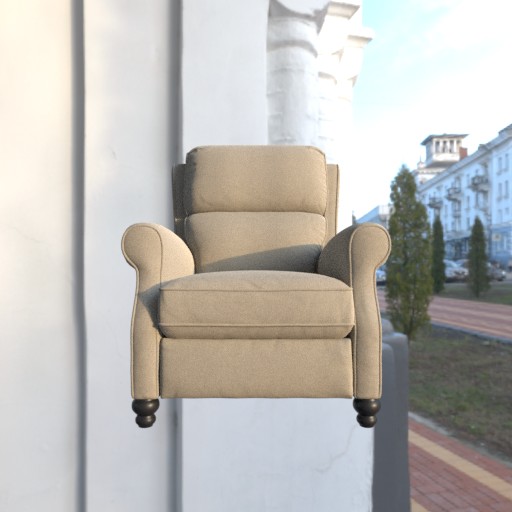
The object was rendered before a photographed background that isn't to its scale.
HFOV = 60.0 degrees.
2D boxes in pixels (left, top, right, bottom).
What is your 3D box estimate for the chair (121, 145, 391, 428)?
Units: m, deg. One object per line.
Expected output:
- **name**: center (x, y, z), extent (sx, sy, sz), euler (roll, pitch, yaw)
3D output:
- **chair**: center (0.000, 0.000, 1.747), extent (0.859, 1.046, 0.919), euler (0, -1, 0)
